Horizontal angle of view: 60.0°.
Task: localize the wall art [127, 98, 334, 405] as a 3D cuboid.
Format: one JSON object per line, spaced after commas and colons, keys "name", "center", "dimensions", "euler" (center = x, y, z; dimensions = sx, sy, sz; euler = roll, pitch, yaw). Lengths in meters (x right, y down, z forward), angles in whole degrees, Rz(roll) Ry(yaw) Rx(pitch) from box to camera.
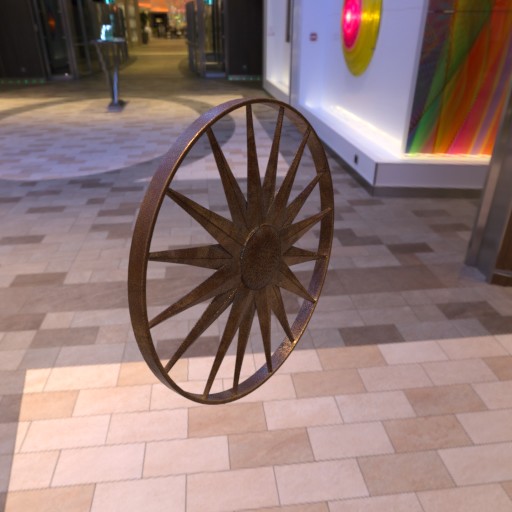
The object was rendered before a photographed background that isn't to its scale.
{"name": "wall art", "center": [0.000, 0.000, 0.866], "dimensions": [0.084, 0.583, 0.582], "euler": [19, 33, 32]}
